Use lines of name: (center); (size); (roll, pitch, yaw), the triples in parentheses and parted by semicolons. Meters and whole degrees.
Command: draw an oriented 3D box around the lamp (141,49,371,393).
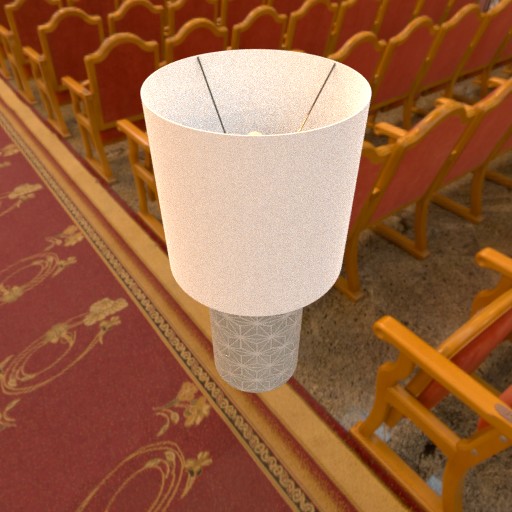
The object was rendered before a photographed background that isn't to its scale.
lamp: (0.000, 0.000, 0.540); (0.206, 0.416, 0.206); (-26, 48, -27)
